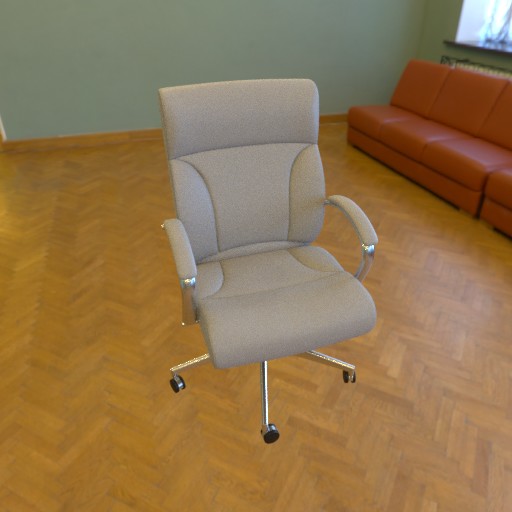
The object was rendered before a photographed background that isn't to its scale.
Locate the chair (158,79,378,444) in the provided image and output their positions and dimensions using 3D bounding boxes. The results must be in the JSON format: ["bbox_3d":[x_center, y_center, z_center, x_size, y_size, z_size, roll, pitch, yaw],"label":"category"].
[{"bbox_3d":[0.000,0.000,1.598,0.727,1.099,0.745,-10,33,-16],"label":"chair"}]
